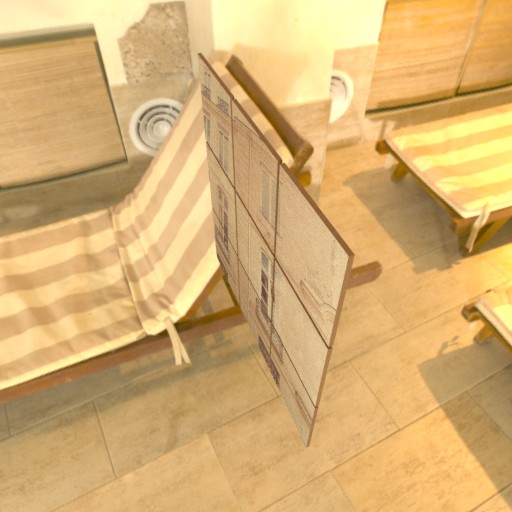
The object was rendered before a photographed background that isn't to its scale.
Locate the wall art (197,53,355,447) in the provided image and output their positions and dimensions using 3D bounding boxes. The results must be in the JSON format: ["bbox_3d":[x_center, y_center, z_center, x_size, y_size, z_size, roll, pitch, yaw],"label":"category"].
[{"bbox_3d":[0.000,0.000,1.400,0.018,0.913,0.915,-16,49,-15],"label":"wall art"}]
